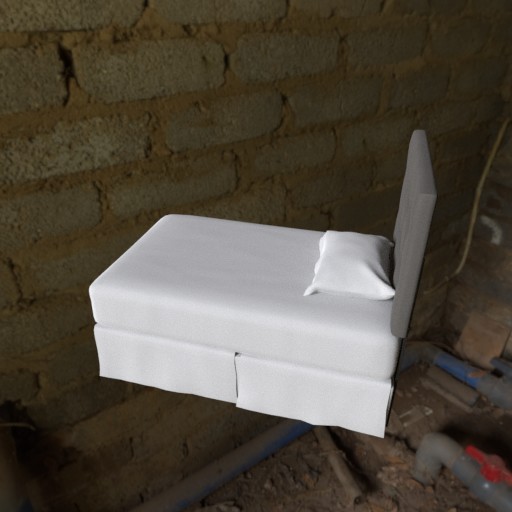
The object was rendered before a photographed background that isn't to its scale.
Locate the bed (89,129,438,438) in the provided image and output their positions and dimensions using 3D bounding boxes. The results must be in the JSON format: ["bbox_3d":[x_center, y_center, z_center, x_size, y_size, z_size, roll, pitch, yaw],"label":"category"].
[{"bbox_3d":[0.000,0.000,3.012,1.997,1.571,1.261,8,31,14],"label":"bed"}]
